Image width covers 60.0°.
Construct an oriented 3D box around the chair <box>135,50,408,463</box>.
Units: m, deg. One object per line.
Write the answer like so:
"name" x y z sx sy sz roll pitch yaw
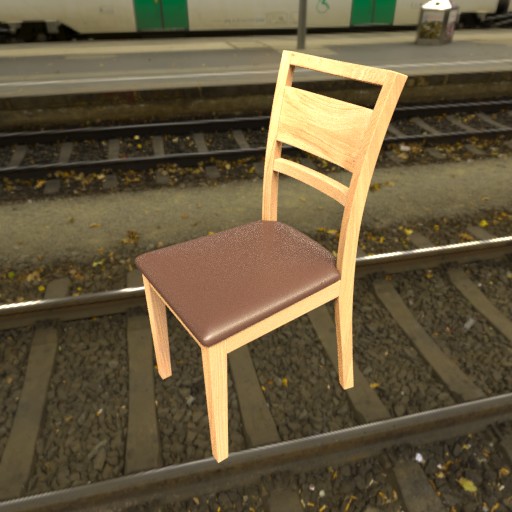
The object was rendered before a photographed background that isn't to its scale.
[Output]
"chair" 0.000 0.000 1.197 0.545 0.940 0.420 -20 38 -29
